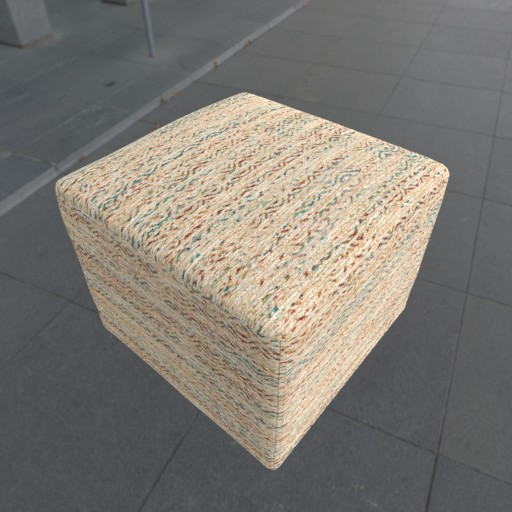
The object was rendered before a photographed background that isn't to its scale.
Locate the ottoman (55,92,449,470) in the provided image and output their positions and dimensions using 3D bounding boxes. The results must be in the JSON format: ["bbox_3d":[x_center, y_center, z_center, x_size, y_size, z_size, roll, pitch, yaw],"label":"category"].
[{"bbox_3d":[0.000,0.000,0.910,0.521,0.453,0.512,30,51,28],"label":"ottoman"}]
